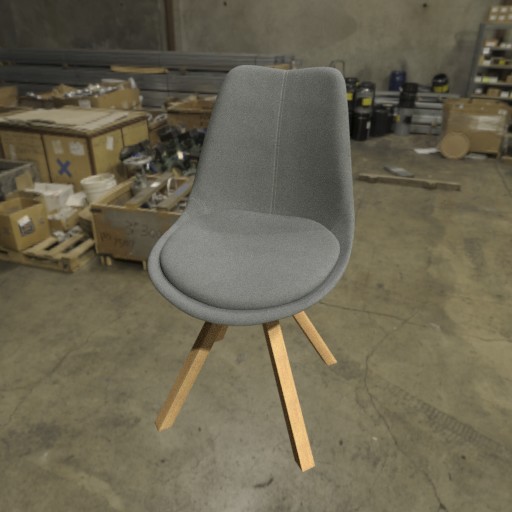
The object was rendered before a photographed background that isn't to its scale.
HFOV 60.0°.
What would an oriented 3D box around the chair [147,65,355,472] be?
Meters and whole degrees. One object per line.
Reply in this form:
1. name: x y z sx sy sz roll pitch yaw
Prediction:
1. chair: 0.000 0.000 1.137 0.474 0.863 0.549 8 28 16
